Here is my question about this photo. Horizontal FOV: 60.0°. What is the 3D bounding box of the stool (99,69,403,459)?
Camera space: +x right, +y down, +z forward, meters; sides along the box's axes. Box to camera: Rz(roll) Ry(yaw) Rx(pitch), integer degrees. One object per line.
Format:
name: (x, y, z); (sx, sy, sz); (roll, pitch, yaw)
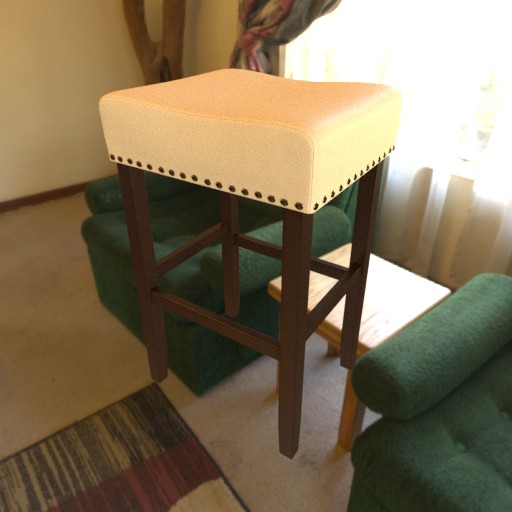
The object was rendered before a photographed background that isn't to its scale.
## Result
stool: (0.000, 0.000, 1.056); (0.471, 0.762, 0.401); (19, 36, 28)
